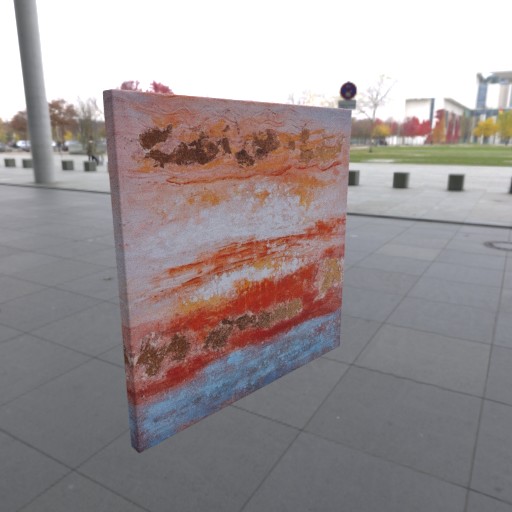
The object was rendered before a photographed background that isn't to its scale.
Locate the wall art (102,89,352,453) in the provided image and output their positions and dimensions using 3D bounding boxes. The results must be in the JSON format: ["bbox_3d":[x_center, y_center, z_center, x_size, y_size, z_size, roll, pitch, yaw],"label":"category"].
[{"bbox_3d":[0.000,0.000,1.133,0.747,0.747,0.035,-14,20,-43],"label":"wall art"}]
